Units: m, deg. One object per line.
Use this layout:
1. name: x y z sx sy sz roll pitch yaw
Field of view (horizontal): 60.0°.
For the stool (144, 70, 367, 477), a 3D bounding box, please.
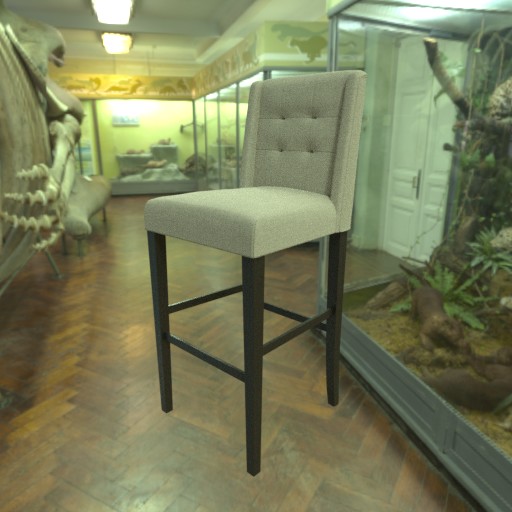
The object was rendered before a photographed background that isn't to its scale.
1. stool: 0.000 0.000 1.413 0.474 1.116 0.509 15 21 42
